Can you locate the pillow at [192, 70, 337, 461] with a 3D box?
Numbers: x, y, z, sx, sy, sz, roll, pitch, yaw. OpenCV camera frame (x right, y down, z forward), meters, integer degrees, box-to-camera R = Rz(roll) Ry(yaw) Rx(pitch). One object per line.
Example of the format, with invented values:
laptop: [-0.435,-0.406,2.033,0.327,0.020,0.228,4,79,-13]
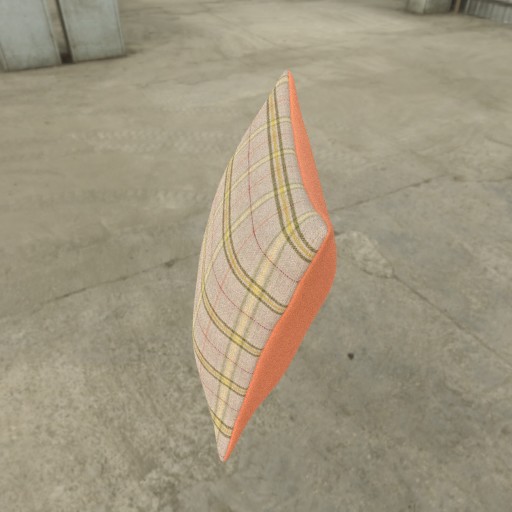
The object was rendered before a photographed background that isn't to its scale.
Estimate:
pillow: [0.000,0.000,0.695,0.200,0.430,0.453,-1,40,-1]
